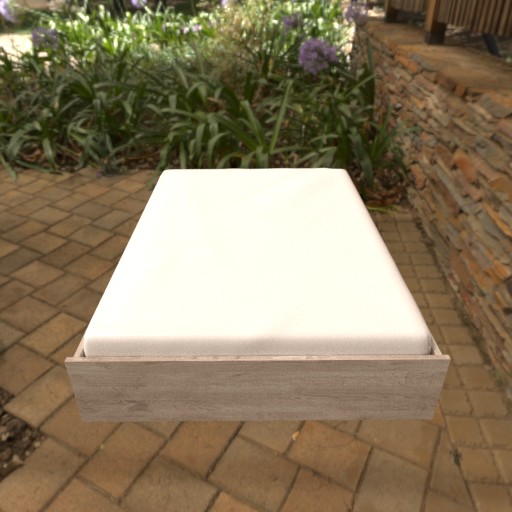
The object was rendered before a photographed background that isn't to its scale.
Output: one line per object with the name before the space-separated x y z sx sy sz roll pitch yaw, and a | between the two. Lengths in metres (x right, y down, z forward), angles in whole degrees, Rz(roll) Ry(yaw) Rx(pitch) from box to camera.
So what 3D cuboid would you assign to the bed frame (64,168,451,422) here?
bed frame | 0.000 0.000 2.605 1.490 0.462 1.950 0 31 0
